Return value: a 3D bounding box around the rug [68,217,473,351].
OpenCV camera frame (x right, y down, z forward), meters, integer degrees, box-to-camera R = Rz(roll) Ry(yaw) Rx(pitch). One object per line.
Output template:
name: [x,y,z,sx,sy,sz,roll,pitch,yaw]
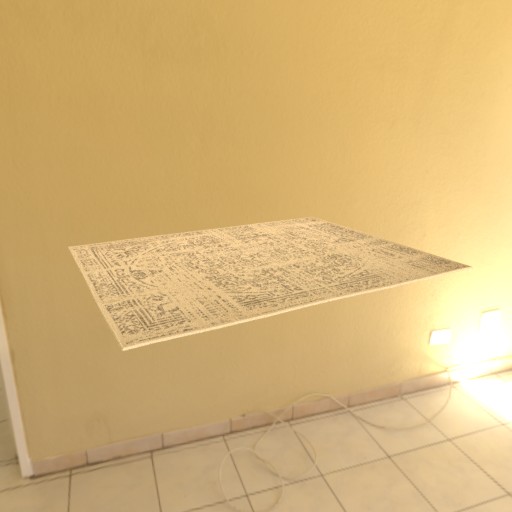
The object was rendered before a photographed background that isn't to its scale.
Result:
rug: [0.000,0.000,4.012,2.921,0.032,2.311,-9,19,-27]
